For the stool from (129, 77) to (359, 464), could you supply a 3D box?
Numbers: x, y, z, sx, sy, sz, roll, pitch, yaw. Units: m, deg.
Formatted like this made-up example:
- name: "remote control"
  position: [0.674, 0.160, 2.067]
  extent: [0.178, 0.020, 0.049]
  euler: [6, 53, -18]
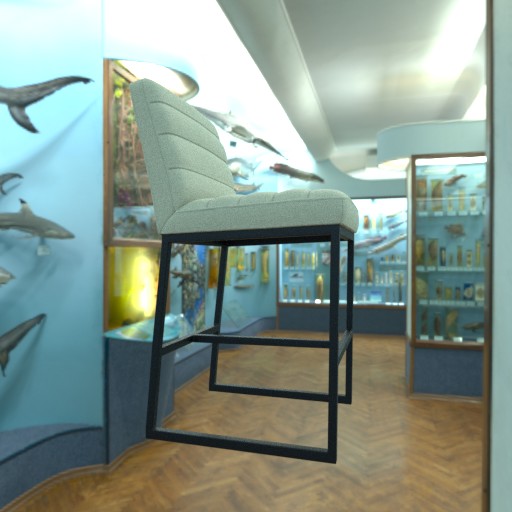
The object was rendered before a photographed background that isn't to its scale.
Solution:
- name: "stool"
  position: [0.000, 0.000, 1.283]
  extent: [0.560, 0.940, 0.460]
  euler: [0, 0, 17]
